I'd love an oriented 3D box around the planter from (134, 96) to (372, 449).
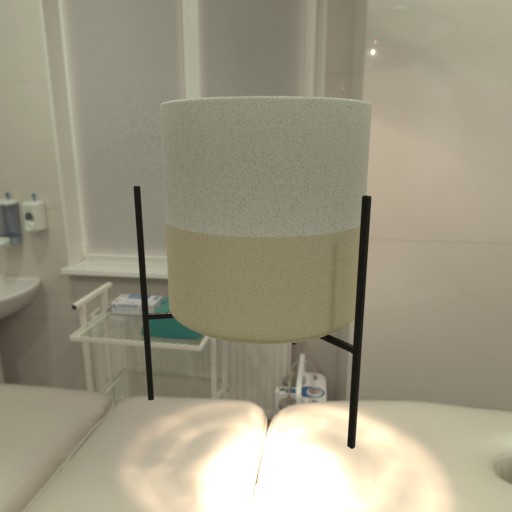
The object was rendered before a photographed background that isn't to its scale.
[{"bbox_3d":[0.000,0.000,0.565,0.263,0.362,0.267,2,15,9],"label":"planter"}]
